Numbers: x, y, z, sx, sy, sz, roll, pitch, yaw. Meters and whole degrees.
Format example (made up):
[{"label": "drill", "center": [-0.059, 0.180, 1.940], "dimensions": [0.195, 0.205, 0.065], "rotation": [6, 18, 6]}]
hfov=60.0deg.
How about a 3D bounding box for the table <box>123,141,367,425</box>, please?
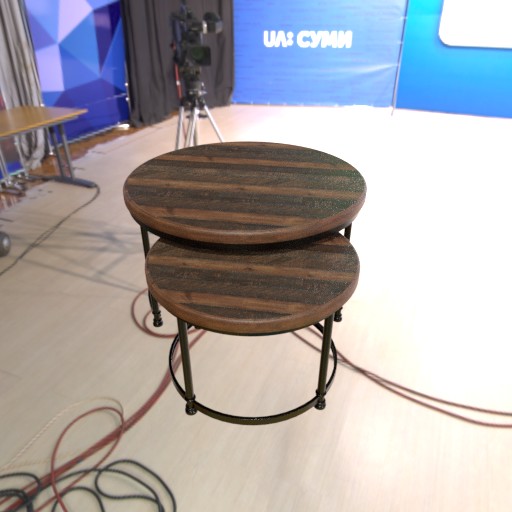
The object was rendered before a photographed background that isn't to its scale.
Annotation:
[{"label": "table", "center": [0.000, 0.000, 1.634], "dimensions": [0.870, 0.516, 1.152], "rotation": [-8, 32, -13]}]
